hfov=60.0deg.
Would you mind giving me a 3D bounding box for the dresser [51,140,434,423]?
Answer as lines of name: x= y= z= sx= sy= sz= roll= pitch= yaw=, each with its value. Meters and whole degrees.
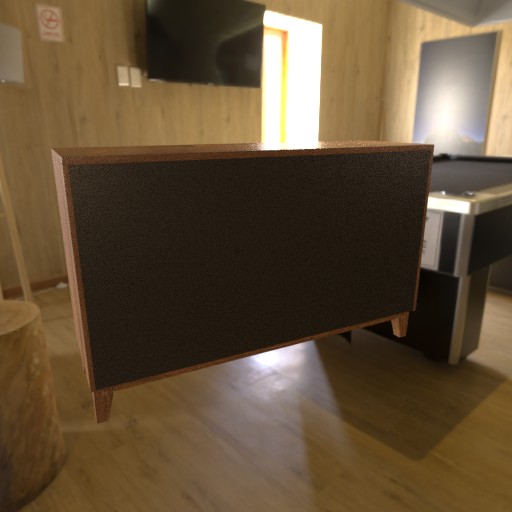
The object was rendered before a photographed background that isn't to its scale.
dresser: x=0.000 y=0.000 z=1.809 sx=1.400 sy=0.873 sz=0.446 roll=-9 pitch=19 yaw=-26
